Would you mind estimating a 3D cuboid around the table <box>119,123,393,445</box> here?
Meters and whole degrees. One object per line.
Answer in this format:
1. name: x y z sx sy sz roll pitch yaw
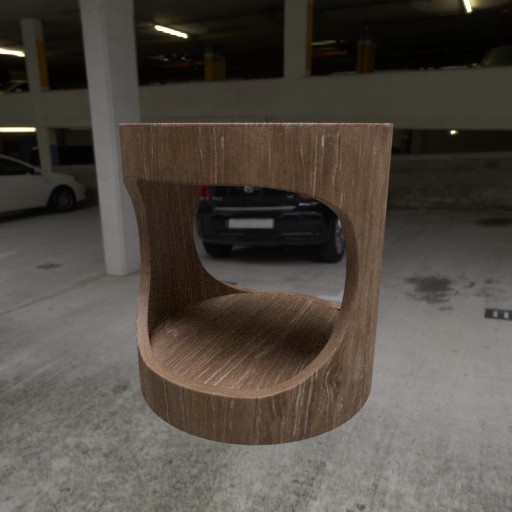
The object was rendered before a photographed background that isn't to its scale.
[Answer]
1. table: 0.000 0.000 0.964 0.527 0.551 0.527 0 16 0
